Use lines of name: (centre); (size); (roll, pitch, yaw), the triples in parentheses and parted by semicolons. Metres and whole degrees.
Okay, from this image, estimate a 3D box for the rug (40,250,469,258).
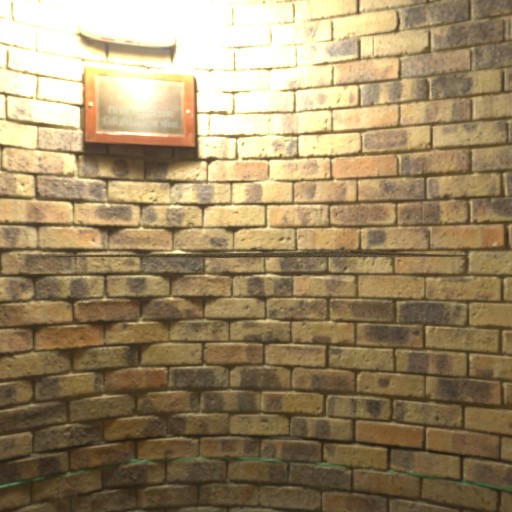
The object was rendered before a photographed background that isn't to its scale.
rug: (0.000, 0.000, 4.027); (3.069, 0.026, 2.451); (0, -1, 38)
